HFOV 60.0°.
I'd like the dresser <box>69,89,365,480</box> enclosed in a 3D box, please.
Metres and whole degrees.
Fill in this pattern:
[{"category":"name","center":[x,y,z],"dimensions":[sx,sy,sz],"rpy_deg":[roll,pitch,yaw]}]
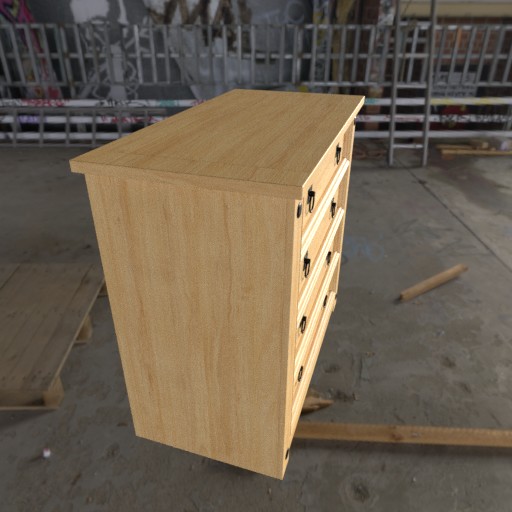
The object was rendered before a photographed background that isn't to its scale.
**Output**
[{"category":"dresser","center":[0.000,0.000,1.212],"dimensions":[0.410,0.730,0.800],"rpy_deg":[9,31,16]}]
